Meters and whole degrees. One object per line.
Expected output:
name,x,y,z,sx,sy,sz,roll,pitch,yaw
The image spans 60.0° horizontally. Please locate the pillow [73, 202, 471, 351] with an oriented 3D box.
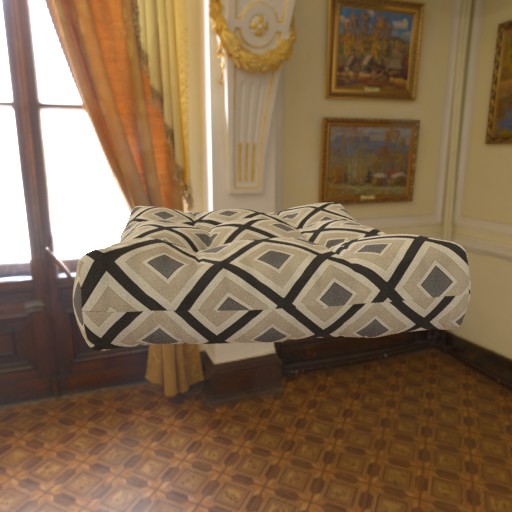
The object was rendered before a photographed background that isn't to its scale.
pillow,0.000,0.000,0.720,0.468,0.128,0.490,-2,13,-8
